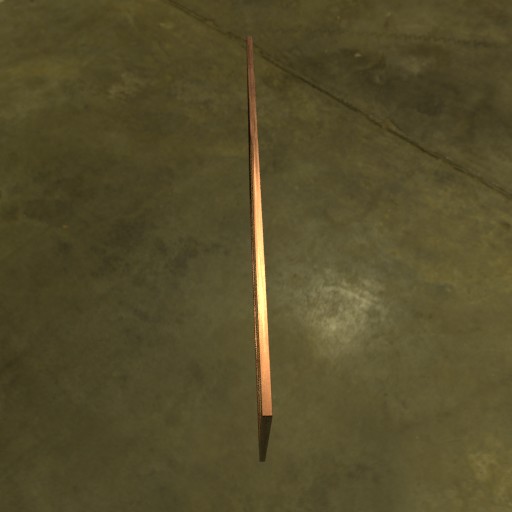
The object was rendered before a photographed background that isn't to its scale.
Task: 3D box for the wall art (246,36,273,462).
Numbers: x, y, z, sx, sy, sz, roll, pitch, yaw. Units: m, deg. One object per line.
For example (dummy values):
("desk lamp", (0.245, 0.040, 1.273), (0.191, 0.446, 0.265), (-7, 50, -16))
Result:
("wall art", (0.000, 0.000, 1.028), (0.014, 0.559, 0.816), (-2, 60, -1))
